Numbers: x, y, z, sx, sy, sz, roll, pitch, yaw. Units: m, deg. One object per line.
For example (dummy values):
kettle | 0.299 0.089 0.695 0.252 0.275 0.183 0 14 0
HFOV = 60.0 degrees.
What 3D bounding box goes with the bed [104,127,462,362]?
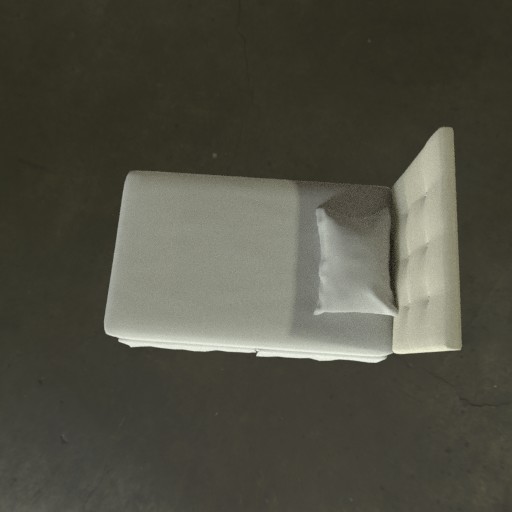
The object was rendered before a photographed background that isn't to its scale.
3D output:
bed | 0.000 0.000 2.921 1.997 1.571 1.261 4 76 1
